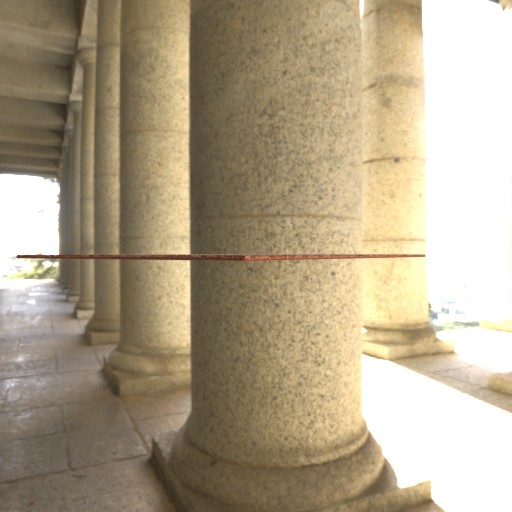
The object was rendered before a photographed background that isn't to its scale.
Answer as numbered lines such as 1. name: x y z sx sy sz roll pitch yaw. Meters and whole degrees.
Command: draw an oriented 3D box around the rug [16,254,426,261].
1. rug: 0.000 0.000 2.285 1.219 0.016 1.829 0 0 35
